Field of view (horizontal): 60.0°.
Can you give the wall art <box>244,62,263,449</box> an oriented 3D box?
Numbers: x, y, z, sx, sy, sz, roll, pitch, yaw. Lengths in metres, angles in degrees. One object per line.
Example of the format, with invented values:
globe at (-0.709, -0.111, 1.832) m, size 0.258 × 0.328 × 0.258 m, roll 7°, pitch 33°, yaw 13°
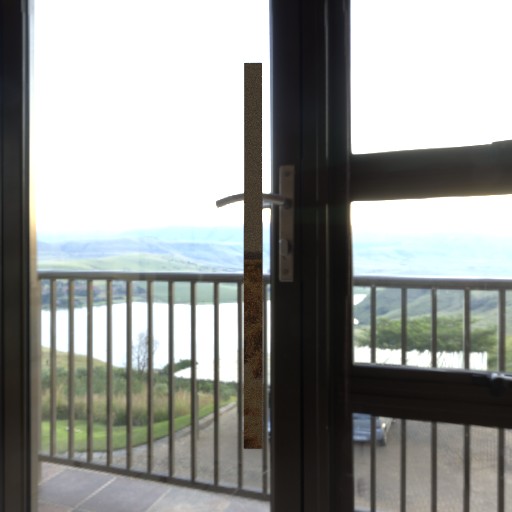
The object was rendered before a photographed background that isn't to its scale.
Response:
wall art at (0.000, 0.000, 1.923) m, size 0.051 × 1.016 × 1.520 m, roll 0°, pitch 0°, yaw 1°
